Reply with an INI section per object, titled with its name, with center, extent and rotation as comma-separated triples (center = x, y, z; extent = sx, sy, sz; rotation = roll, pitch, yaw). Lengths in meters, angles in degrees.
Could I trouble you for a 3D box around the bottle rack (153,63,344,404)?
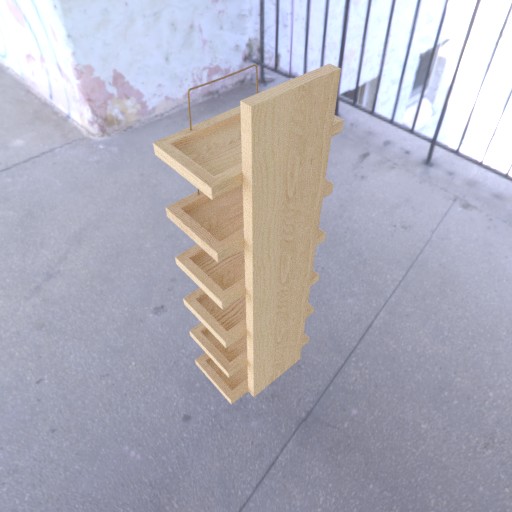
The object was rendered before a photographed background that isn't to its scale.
[bottle rack]
center = 0.000, 0.000, 1.094
extent = 0.330, 0.943, 0.206
rotation = -32, 55, -27
